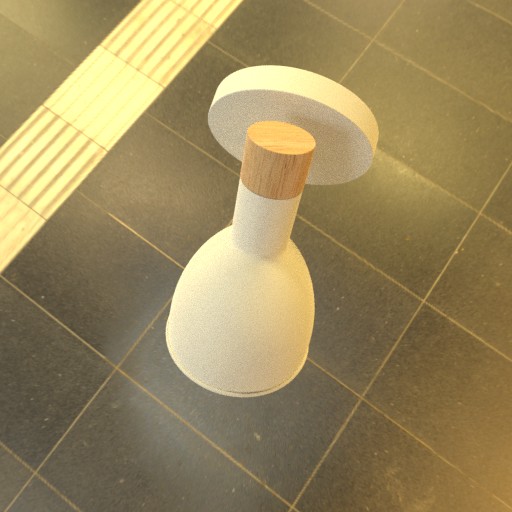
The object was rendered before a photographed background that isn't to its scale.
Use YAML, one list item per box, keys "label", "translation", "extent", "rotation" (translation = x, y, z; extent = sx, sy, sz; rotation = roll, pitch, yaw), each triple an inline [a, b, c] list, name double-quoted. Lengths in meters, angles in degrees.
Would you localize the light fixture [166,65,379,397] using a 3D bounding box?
- label: "light fixture"
  translation: [0.000, 0.000, 0.333]
  extent: [0.127, 0.199, 0.209]
  rotation: [16, 76, 4]
